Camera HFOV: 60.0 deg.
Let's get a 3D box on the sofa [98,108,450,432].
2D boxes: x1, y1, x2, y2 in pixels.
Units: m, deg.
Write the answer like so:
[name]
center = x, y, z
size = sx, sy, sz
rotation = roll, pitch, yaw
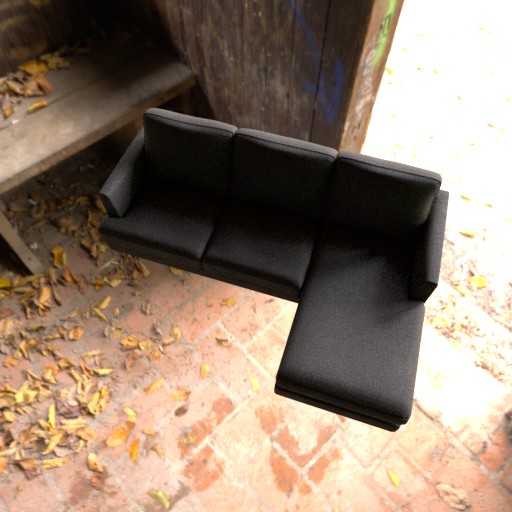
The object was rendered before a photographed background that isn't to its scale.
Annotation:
[sofa]
center = 0.000, 0.000, 2.927
size = 2.233, 0.956, 1.504
rotation = 15, 59, 9
